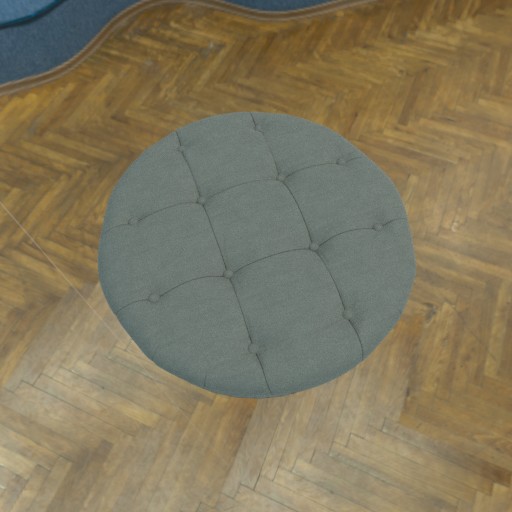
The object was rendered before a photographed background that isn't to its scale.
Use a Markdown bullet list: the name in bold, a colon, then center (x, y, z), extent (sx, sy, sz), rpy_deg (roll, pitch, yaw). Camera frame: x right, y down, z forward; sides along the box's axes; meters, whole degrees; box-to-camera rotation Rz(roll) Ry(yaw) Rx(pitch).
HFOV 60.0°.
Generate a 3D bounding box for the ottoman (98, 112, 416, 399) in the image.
- **ottoman**: center (0.000, 0.000, 1.378), extent (0.901, 0.439, 0.901), rpy_deg (0, 61, 0)
